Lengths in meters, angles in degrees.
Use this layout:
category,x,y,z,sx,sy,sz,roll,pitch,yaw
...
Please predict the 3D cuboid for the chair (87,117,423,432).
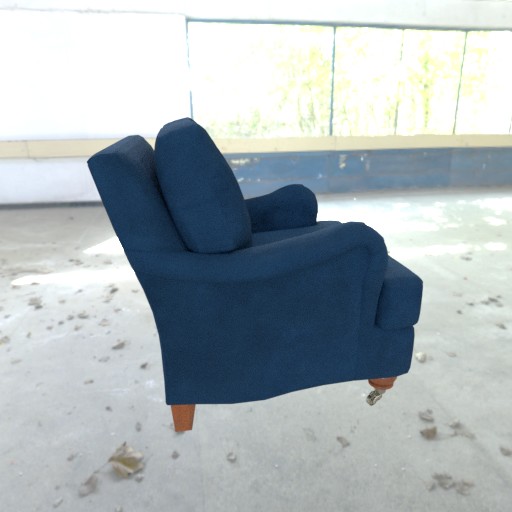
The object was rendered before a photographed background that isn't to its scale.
category,x,y,z,sx,sy,sz,roll,pitch,yaw
chair,0.000,0.000,1.816,1.078,1.076,0.895,-3,19,-9
